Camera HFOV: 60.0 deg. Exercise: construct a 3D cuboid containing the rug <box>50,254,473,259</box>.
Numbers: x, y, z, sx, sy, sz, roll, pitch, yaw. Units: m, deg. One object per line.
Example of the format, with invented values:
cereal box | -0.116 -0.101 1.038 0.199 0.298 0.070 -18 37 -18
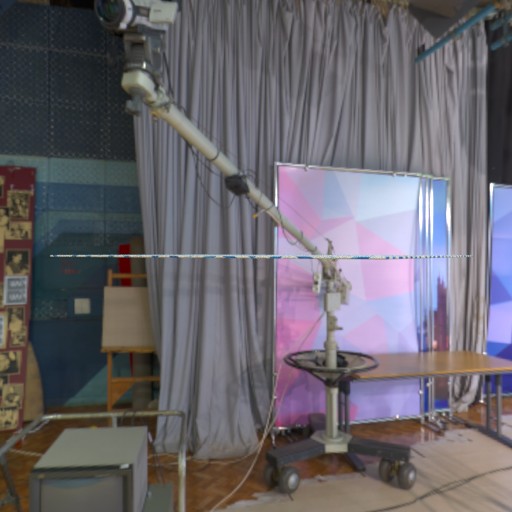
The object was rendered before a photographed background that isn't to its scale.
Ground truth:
rug | 0.000 0.000 2.300 1.830 0.008 1.225 0 0 37
